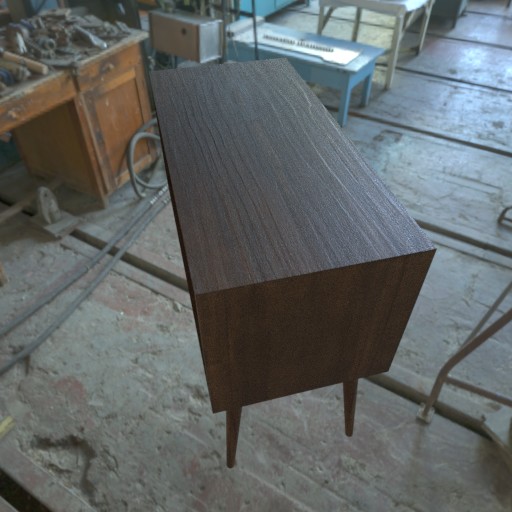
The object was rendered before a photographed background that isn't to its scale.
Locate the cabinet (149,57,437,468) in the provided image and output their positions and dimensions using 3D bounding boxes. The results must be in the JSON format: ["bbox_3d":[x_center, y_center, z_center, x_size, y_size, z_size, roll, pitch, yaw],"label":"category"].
[{"bbox_3d":[0.000,0.000,1.095,0.354,0.654,0.743,-10,45,-10],"label":"cabinet"}]
